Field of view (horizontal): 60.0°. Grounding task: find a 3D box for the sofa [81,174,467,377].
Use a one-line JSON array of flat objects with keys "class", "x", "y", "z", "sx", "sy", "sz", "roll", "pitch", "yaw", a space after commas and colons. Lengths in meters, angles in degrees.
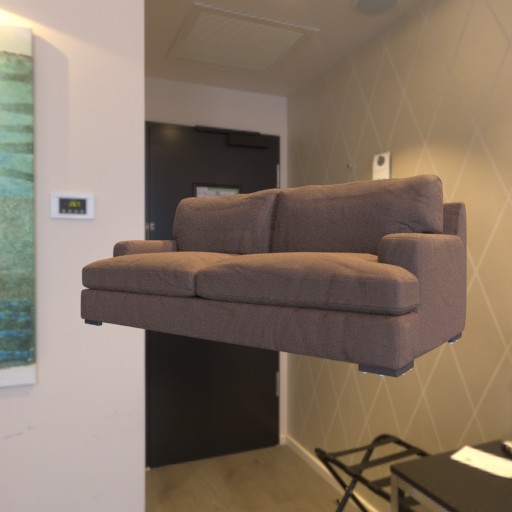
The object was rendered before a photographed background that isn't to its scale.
[{"class": "sofa", "x": 0.000, "y": 0.000, "z": 2.820, "sx": 2.274, "sy": 0.950, "sz": 1.140, "roll": 0, "pitch": 1, "yaw": 37}]
